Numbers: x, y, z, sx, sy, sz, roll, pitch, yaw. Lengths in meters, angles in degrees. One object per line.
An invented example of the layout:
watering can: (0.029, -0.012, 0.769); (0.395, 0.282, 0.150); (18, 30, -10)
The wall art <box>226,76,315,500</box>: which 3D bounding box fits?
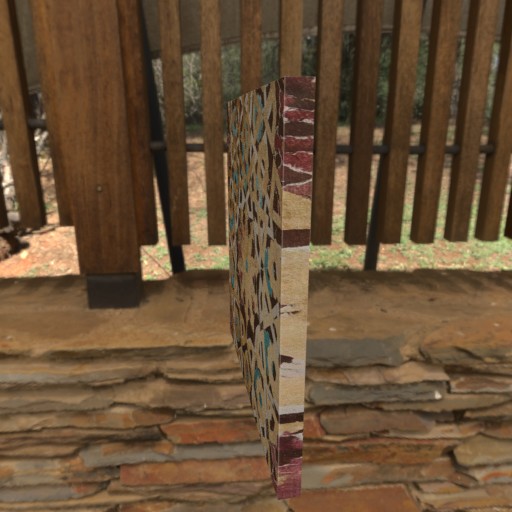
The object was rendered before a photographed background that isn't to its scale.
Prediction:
wall art: (0.000, 0.000, 0.894); (0.041, 0.613, 0.609); (-3, 16, -10)
